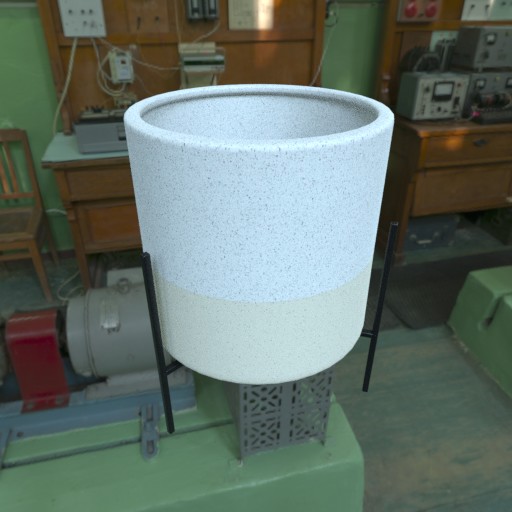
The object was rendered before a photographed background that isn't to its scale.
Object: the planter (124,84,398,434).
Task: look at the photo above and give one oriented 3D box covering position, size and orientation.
[{"bbox_3d":[0.000,0.000,0.638,0.313,0.423,0.335,-8,32,-13],"label":"planter"}]
